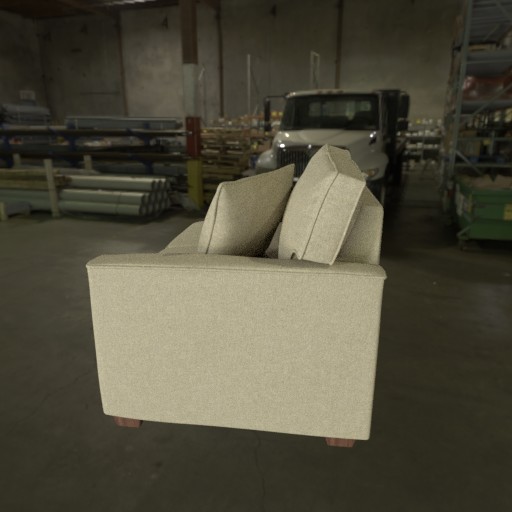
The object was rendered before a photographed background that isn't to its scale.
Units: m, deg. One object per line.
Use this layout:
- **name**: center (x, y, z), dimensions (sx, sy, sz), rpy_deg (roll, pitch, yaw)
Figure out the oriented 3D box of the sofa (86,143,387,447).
- **sofa**: center (0.000, 0.000, 2.091), dimensions (0.991, 0.989, 1.388), rpy_deg (2, 16, 8)
